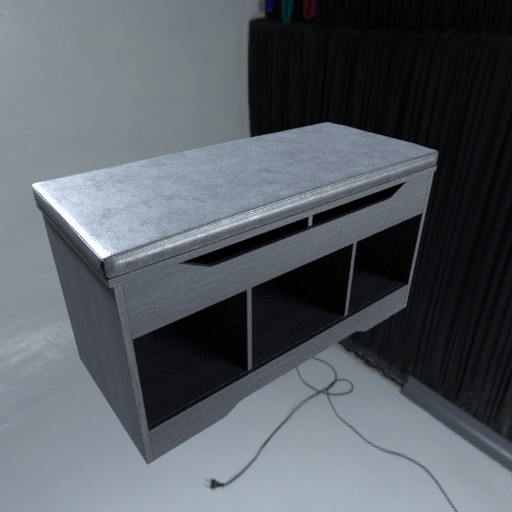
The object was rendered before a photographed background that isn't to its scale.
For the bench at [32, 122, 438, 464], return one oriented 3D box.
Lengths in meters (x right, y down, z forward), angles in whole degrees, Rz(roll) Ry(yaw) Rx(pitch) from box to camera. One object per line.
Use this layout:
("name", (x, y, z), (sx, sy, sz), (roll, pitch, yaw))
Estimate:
("bench", (0.000, 0.000, 1.166), (0.905, 0.501, 0.401), (-21, 36, -32))
